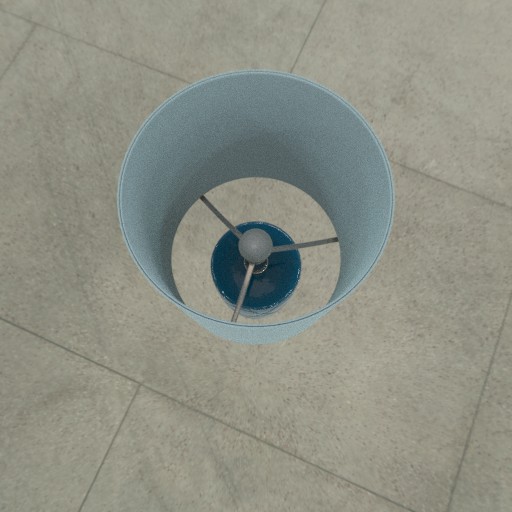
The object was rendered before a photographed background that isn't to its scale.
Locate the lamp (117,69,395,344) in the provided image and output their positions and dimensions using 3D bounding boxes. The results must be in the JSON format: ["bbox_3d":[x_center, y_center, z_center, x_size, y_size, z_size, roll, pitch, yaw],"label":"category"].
[{"bbox_3d":[0.000,0.000,0.491,0.193,0.377,0.193,-11,76,-3],"label":"lamp"}]
